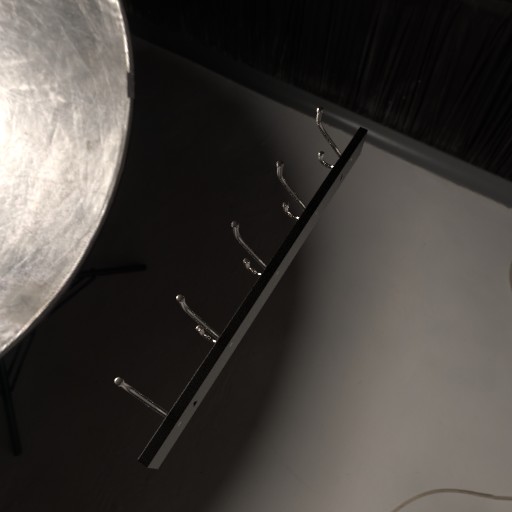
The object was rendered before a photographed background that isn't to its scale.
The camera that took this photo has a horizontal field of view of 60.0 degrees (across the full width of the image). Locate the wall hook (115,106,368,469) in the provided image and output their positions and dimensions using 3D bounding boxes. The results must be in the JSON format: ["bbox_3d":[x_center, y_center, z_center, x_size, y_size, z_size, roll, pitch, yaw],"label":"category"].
[{"bbox_3d":[0.000,0.000,0.608,0.071,0.117,0.571,29,66,14],"label":"wall hook"}]
